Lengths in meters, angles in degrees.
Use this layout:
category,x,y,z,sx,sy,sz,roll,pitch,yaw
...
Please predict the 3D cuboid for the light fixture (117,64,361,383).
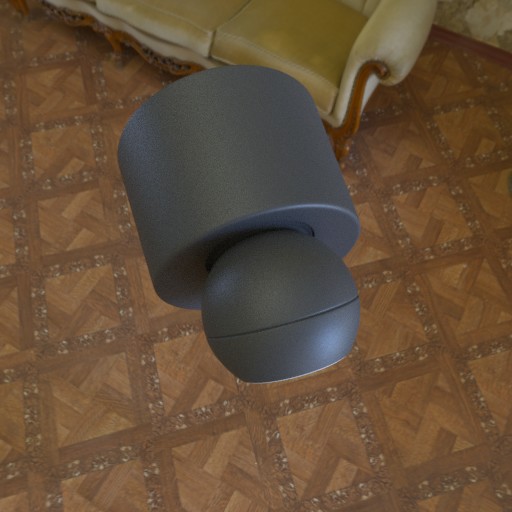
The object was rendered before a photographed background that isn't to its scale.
category,x,y,z,sx,sy,sz,roll,pitch,yaw
light fixture,0.000,0.000,0.266,0.134,0.143,0.160,-15,66,-7
